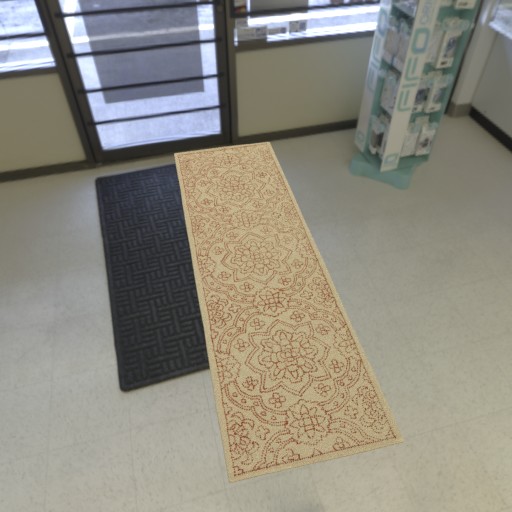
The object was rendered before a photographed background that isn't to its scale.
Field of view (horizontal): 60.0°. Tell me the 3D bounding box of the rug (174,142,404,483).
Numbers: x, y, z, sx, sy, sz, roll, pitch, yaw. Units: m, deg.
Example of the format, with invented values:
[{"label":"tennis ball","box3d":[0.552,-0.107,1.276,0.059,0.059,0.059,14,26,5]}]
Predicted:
[{"label":"rug","box3d":[0.000,0.000,2.675,0.769,0.012,2.448,-9,47,-9]}]
